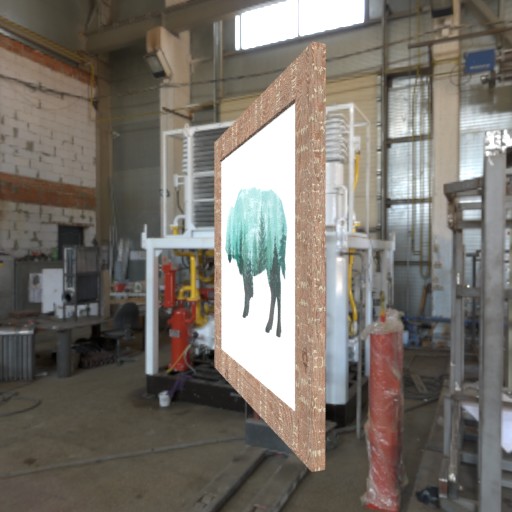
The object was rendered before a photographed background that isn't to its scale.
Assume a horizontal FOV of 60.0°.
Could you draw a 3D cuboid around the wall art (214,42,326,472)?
[{"bbox_3d":[0.000,0.000,0.575,0.022,0.380,0.380,0,0,-18],"label":"wall art"}]
